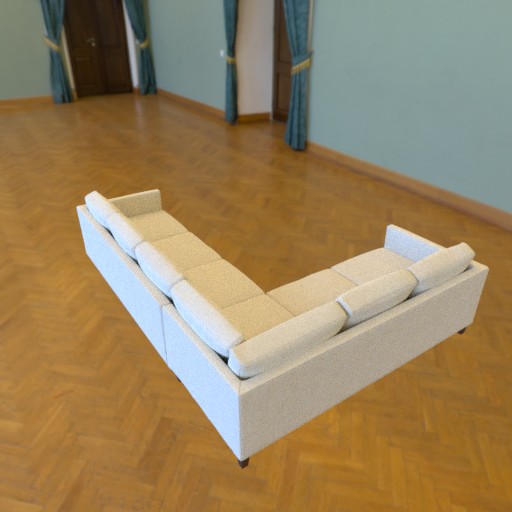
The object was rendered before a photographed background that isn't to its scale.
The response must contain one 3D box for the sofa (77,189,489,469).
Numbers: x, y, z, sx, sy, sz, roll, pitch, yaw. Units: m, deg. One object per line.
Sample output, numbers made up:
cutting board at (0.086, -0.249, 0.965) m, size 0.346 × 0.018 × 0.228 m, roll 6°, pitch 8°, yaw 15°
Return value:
sofa at (0.000, 0.000, 4.246) m, size 2.432 × 0.863 × 3.182 m, roll -19°, pitch 35°, yaw -29°
